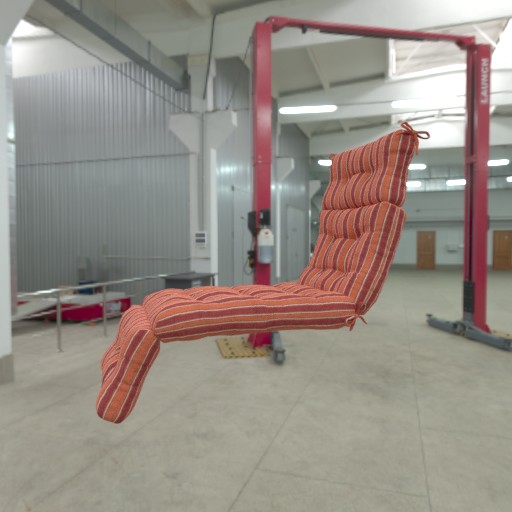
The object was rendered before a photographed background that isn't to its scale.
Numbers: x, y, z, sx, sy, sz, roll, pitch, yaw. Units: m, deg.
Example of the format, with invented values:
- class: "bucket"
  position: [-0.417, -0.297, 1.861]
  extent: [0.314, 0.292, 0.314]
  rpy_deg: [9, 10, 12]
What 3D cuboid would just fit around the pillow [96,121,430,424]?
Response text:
- class: "pillow"
  position: [0.000, 0.000, 1.504]
  extent: [1.016, 0.863, 0.526]
  rpy_deg: [-1, 2, -18]
